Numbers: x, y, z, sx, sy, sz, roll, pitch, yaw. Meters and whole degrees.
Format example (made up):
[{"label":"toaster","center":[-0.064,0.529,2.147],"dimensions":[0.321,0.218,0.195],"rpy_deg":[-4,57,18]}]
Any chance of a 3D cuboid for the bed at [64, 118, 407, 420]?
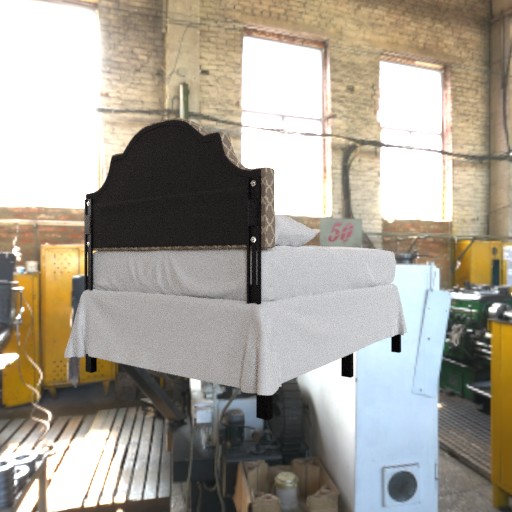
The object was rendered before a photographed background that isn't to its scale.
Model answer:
[{"label":"bed","center":[0.000,0.000,3.448],"dimensions":[1.780,1.633,2.222],"rpy_deg":[0,0,37]}]
